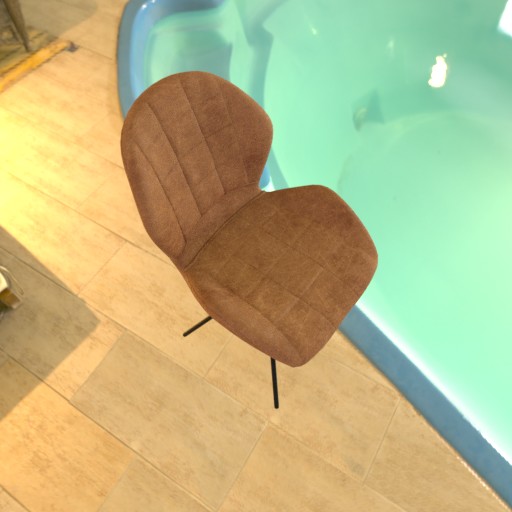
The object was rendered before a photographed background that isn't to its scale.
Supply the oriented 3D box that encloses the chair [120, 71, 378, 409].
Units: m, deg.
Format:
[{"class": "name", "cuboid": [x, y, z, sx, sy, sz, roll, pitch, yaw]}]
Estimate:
[{"class": "chair", "cuboid": [0.000, 0.000, 1.332, 0.640, 0.929, 0.527, 33, 63, 19]}]
